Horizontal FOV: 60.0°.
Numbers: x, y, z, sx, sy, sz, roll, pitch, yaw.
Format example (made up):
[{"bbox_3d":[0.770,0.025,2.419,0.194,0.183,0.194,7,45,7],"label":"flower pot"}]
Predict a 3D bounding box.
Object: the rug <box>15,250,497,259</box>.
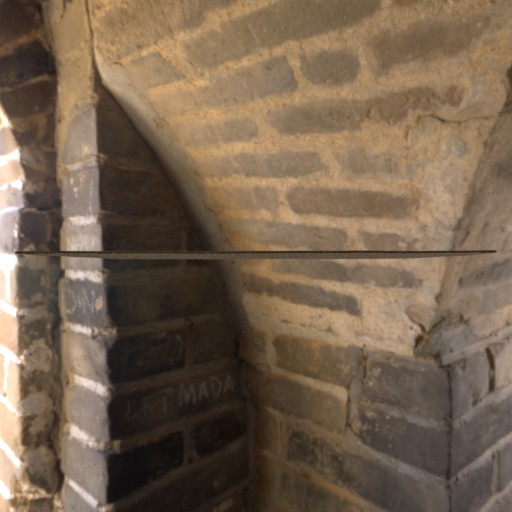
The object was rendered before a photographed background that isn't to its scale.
[{"bbox_3d":[0.000,0.000,2.278,1.822,0.018,1.211,0,-1,0],"label":"rug"}]
